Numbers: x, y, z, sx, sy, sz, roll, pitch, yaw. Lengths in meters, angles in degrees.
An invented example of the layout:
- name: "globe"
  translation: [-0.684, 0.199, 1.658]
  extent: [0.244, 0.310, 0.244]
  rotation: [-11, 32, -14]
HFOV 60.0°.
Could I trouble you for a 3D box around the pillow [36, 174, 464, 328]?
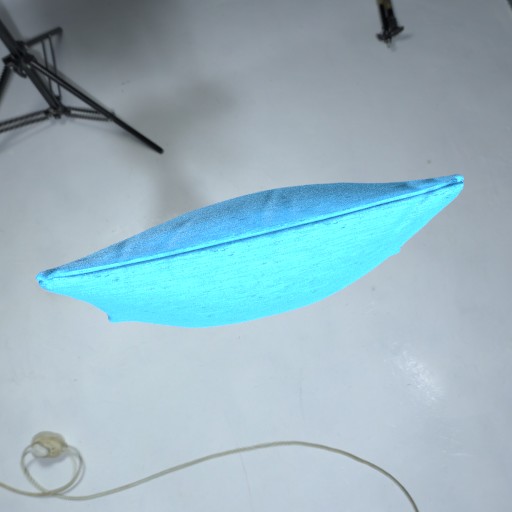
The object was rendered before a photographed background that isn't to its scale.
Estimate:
- name: "pillow"
  translation: [0.000, 0.000, 0.789]
  extent: [0.633, 0.338, 0.210]
  rotation: [-14, 74, -4]
